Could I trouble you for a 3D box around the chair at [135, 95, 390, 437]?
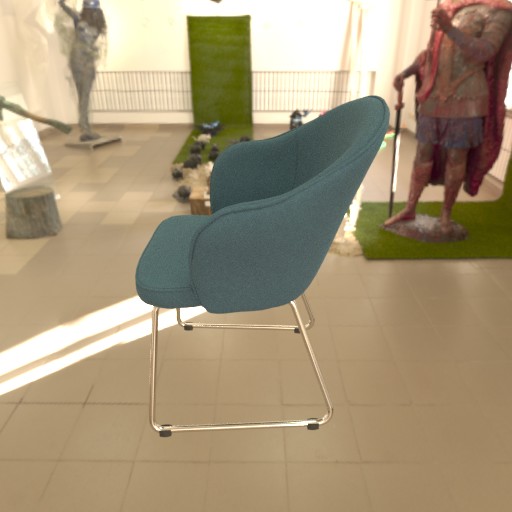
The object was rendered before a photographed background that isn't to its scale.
[{"bbox_3d":[0.000,0.000,1.197,0.585,0.815,0.570,0,27,0],"label":"chair"}]
